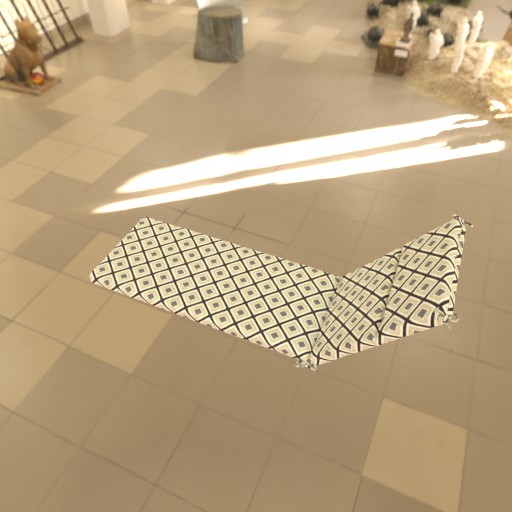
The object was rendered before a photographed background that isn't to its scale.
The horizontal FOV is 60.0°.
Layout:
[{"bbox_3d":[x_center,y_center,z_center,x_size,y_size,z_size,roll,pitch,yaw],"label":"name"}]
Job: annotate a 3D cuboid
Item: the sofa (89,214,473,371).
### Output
[{"bbox_3d":[0.000,0.000,2.028,1.663,0.622,0.582,17,48,16],"label":"sofa"}]
